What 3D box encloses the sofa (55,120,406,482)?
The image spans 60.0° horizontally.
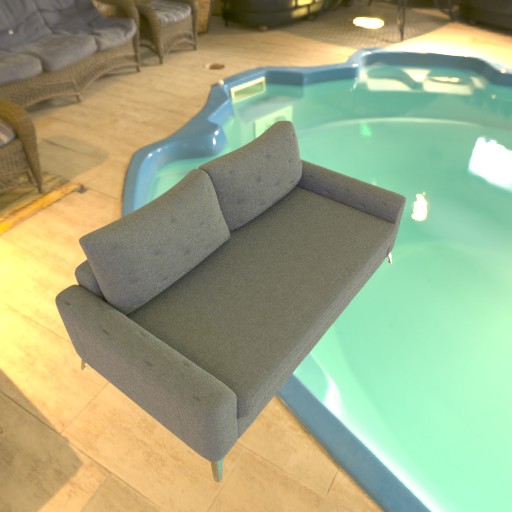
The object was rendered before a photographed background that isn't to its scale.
[{"bbox_3d":[0.000,0.000,2.178,0.920,0.790,1.650,27,48,27],"label":"sofa"}]
